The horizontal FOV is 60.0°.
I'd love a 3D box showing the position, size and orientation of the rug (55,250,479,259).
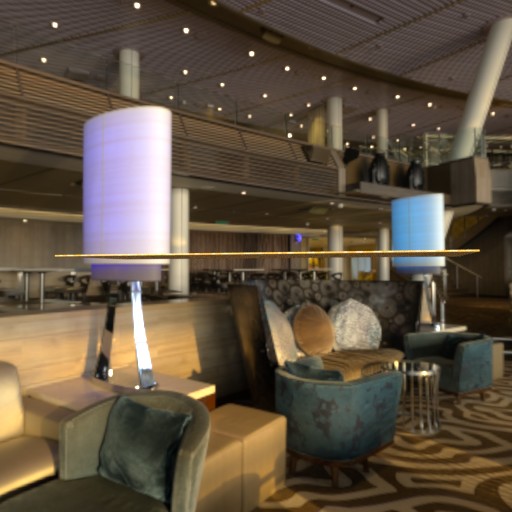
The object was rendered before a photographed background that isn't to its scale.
[{"bbox_3d":[0.000,0.000,2.792,2.438,0.010,0.775,-1,-2,18],"label":"rug"}]
